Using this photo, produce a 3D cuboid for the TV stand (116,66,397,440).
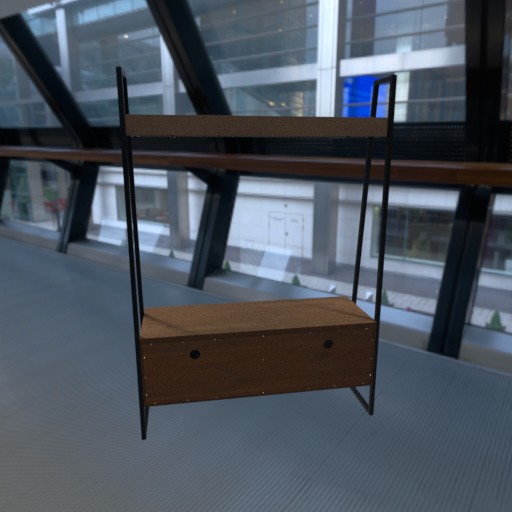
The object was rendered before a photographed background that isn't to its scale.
[{"bbox_3d":[0.000,0.000,2.342,1.250,1.772,0.432,-2,14,-10],"label":"TV stand"}]
